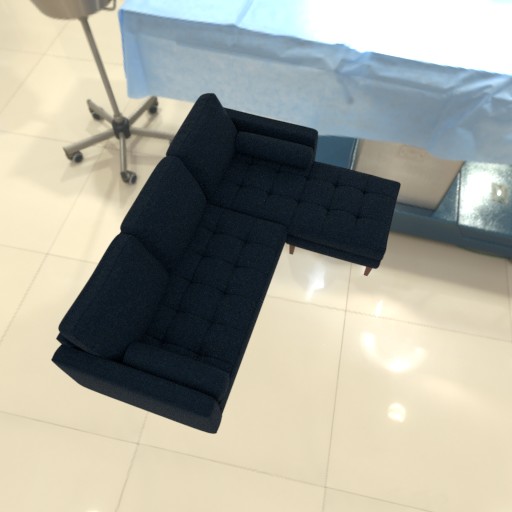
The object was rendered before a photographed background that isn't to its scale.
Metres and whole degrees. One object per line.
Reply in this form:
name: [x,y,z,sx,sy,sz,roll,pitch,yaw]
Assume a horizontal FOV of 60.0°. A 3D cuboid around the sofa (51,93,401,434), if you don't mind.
sofa: [0.000,0.000,2.906,1.613,0.841,2.185,16,60,10]
